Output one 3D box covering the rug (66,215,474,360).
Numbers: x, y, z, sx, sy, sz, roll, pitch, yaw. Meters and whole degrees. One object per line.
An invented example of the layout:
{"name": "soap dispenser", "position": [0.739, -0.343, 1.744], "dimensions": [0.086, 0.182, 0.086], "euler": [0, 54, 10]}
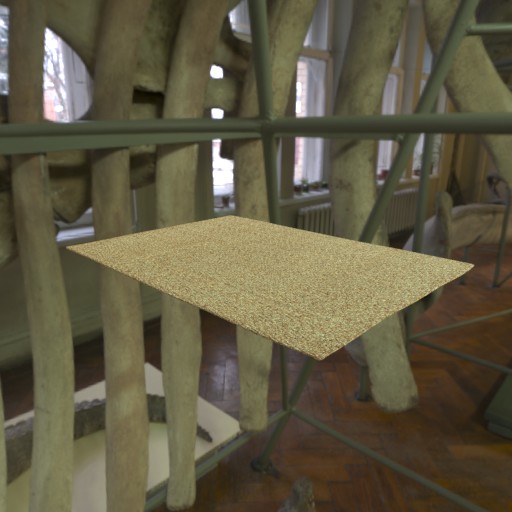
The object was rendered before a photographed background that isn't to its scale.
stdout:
{"name": "rug", "position": [0.000, 0.000, 2.793], "dimensions": [2.141, 0.013, 1.566], "euler": [15, 22, 42]}
